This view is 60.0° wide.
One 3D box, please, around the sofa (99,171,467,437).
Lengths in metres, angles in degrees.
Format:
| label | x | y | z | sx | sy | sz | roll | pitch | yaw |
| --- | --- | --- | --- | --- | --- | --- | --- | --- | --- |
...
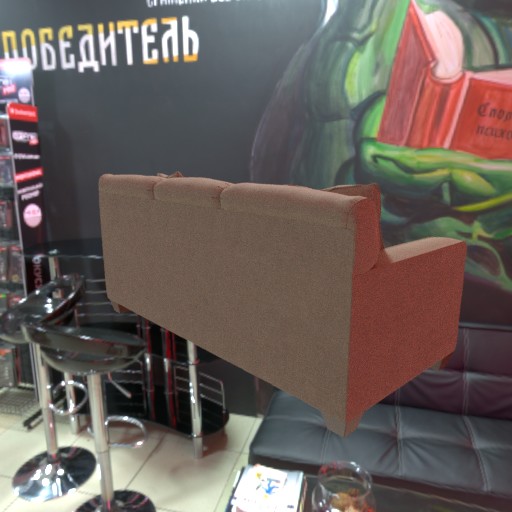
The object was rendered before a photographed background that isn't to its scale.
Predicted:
| label | x | y | z | sx | sy | sz | roll | pitch | yaw |
| --- | --- | --- | --- | --- | --- | --- | --- | --- | --- |
| sofa | 0.000 | 0.000 | 2.574 | 0.997 | 0.958 | 2.024 | -12 | 17 | -42 |
